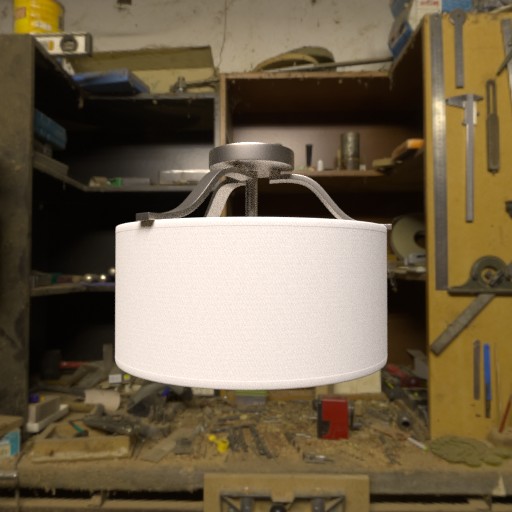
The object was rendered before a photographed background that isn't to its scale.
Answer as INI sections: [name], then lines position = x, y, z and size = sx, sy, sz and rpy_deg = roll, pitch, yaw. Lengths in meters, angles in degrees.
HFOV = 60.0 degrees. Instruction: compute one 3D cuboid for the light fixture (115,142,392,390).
[light fixture]
position = 0.000, 0.000, 0.653
size = 0.395, 0.304, 0.395
rpy_deg = 0, -1, 0
